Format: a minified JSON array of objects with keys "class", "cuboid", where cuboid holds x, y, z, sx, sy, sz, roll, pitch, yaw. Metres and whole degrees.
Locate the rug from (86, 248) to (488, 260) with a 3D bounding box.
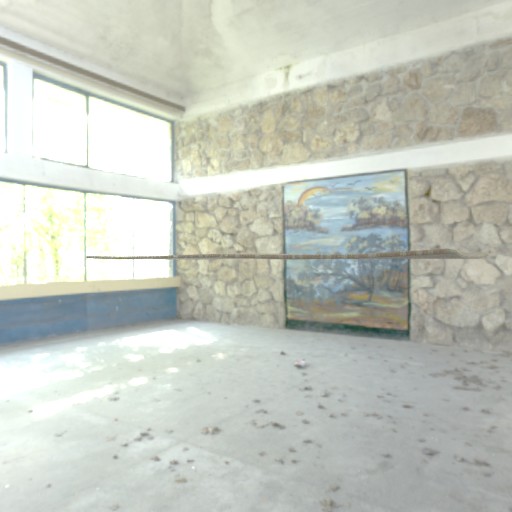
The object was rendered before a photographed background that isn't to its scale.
[{"class":"rug","cuboid":[0.000,0.000,2.733,2.452,0.051,0.752,0,0,36]}]
